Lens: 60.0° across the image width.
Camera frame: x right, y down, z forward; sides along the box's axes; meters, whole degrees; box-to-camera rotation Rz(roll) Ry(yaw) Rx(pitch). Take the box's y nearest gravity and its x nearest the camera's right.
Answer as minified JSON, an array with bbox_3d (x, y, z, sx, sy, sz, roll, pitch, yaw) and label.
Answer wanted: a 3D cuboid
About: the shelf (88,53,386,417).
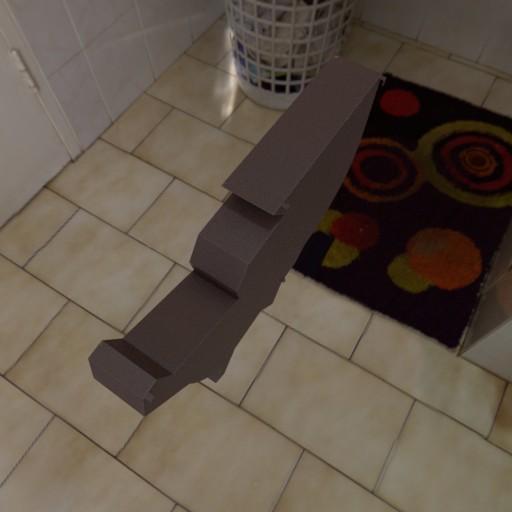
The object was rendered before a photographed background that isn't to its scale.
[{"bbox_3d":[0.000,0.000,0.910,0.112,0.439,0.729,31,67,15],"label":"shelf"}]
